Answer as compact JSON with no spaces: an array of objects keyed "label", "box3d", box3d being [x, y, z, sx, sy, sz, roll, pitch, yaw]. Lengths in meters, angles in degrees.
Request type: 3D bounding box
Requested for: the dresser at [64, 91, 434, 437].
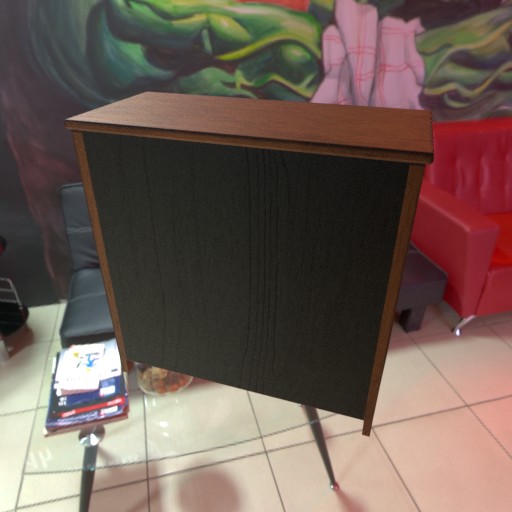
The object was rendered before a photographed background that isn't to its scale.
[{"label":"dresser","box3d":[0.000,0.000,1.959,1.250,1.224,0.591,10,32,16]}]
